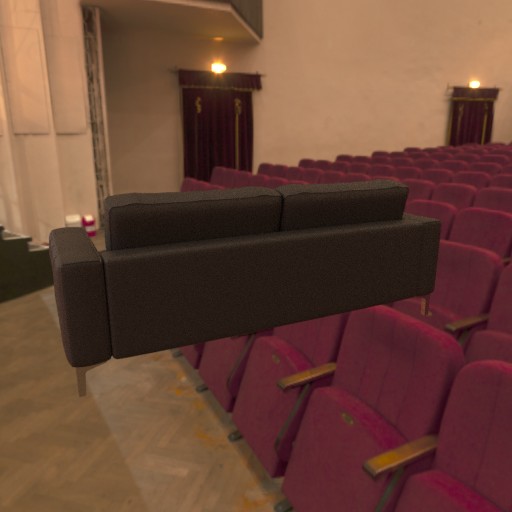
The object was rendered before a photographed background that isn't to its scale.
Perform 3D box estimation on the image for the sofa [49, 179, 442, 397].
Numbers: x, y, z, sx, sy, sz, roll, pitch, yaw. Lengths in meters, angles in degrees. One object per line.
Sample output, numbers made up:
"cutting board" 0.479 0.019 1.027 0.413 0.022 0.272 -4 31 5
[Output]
"sofa" 0.000 0.000 2.721 2.275 0.893 0.833 -7 17 -25
